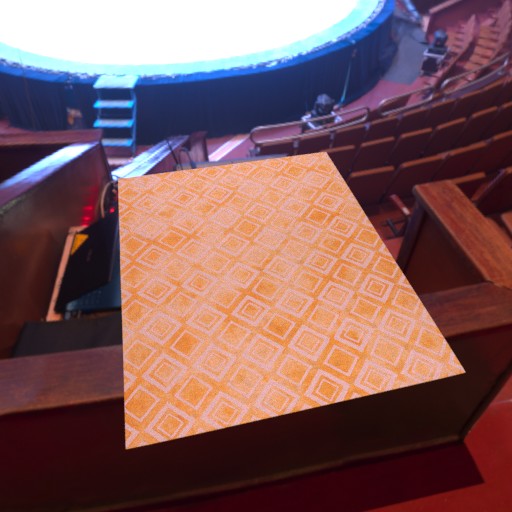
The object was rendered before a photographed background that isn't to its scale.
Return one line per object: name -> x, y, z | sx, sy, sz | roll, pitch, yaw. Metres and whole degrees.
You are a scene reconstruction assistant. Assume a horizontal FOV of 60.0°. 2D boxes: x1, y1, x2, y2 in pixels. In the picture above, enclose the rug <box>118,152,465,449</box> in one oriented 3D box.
rug -> 0.000, 0.000, 4.074 | 2.433, 0.011, 3.037 | -9, 46, -9
